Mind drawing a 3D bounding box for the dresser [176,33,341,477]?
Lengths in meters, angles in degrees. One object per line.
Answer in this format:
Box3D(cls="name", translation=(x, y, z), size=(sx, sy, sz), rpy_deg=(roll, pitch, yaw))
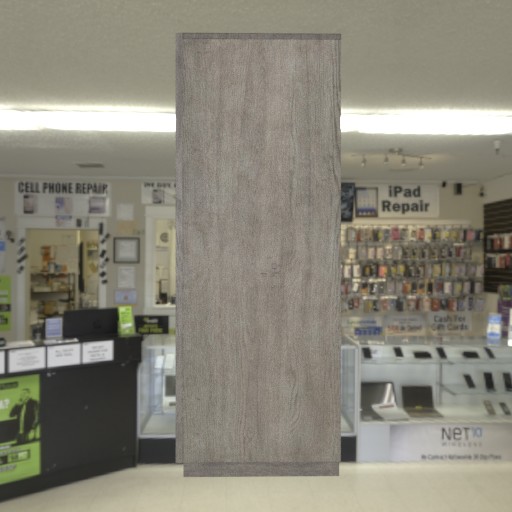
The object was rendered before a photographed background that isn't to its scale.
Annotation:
Box3D(cls="dresser", translation=(0.000, 0.000, 1.770), size=(0.483, 1.295, 0.967), rpy_deg=(0, 0, -1))
